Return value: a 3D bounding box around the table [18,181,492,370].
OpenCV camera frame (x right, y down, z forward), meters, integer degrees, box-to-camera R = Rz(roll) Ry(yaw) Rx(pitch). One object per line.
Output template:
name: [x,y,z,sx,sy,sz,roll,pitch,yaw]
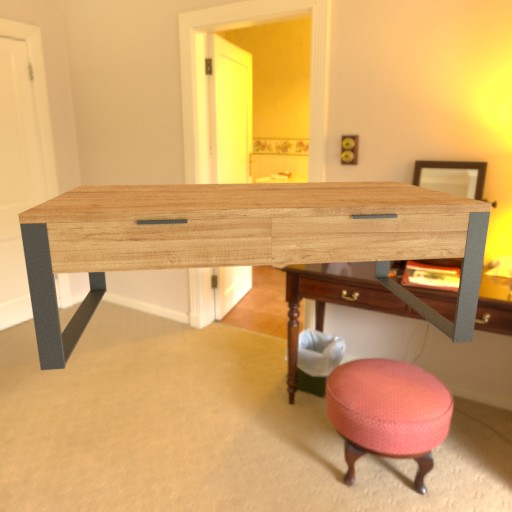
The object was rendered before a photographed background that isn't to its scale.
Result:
table: [0.000,0.000,1.420,1.180,0.400,0.590,-2,15,-8]
